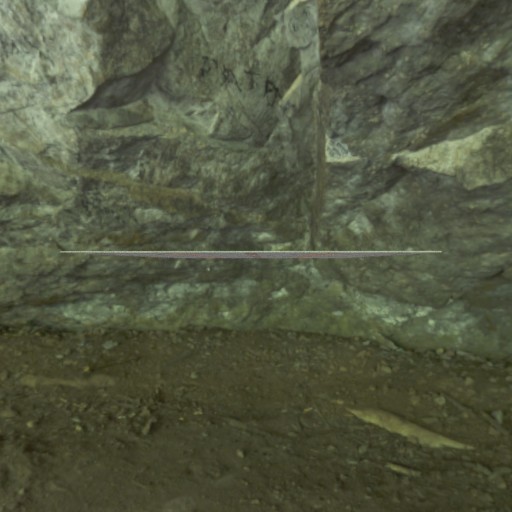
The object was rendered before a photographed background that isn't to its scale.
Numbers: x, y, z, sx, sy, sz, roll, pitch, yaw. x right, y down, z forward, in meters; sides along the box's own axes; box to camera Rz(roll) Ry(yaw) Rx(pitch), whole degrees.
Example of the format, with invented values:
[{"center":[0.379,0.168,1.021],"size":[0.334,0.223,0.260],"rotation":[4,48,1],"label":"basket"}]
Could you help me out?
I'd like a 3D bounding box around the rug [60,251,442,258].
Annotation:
[{"center":[0.000,0.000,2.321],"size":[1.217,0.005,1.818],"rotation":[0,-1,1],"label":"rug"}]
